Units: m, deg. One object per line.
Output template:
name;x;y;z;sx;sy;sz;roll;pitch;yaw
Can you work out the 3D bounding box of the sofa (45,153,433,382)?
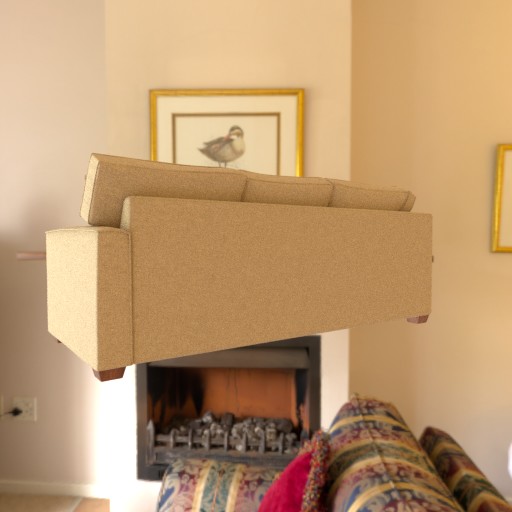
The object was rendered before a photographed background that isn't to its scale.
sofa;0.000;0.000;2.843;2.317;0.962;1.061;-2;3;-35
